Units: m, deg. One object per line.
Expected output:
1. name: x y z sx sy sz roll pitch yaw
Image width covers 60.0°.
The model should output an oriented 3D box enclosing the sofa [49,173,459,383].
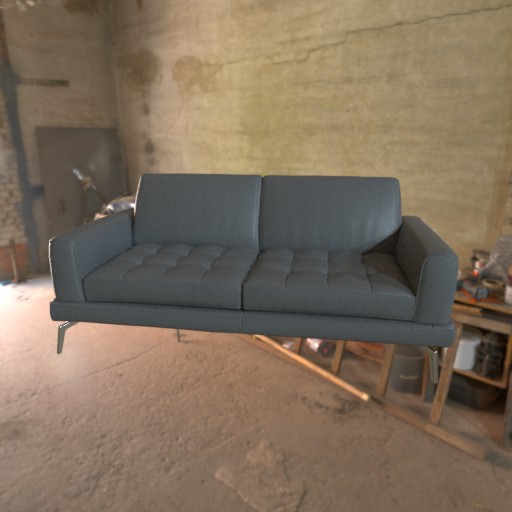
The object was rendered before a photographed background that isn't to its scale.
1. sofa: 0.000 0.000 2.736 2.177 0.930 1.121 2 16 9
